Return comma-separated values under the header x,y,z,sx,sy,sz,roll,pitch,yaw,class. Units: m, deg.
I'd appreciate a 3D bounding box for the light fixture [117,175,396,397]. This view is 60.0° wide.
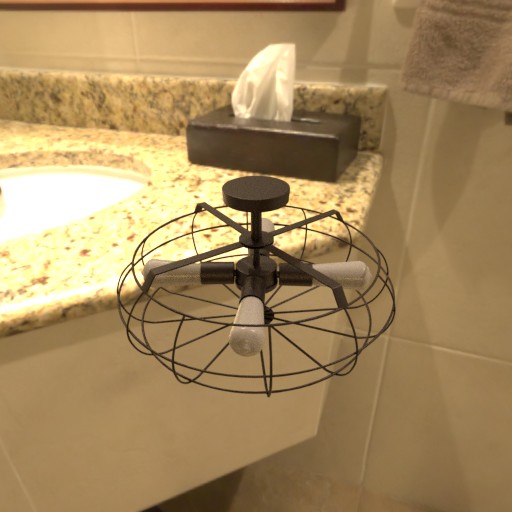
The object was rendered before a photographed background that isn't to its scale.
x,y,z,sx,sy,sz,roll,pitch,yaw,class
0.000,0.000,0.933,0.582,0.311,0.582,0,30,0,light fixture
